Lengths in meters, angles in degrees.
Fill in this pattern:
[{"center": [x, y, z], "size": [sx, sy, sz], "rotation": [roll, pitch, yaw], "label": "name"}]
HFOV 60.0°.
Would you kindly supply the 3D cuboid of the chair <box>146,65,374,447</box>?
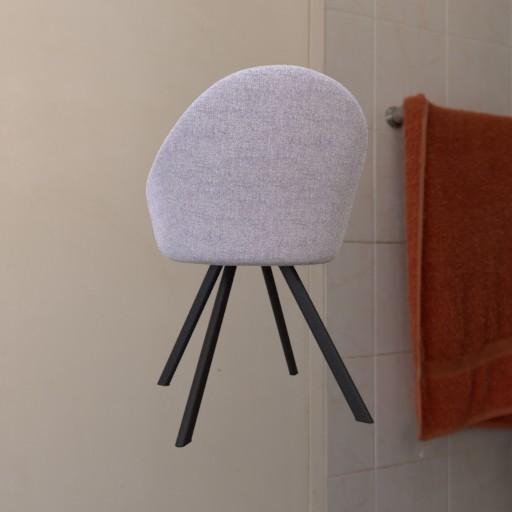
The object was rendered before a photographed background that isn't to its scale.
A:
[{"center": [0.000, 0.000, 1.157], "size": [0.540, 0.780, 0.570], "rotation": [0, 0, -17], "label": "chair"}]
